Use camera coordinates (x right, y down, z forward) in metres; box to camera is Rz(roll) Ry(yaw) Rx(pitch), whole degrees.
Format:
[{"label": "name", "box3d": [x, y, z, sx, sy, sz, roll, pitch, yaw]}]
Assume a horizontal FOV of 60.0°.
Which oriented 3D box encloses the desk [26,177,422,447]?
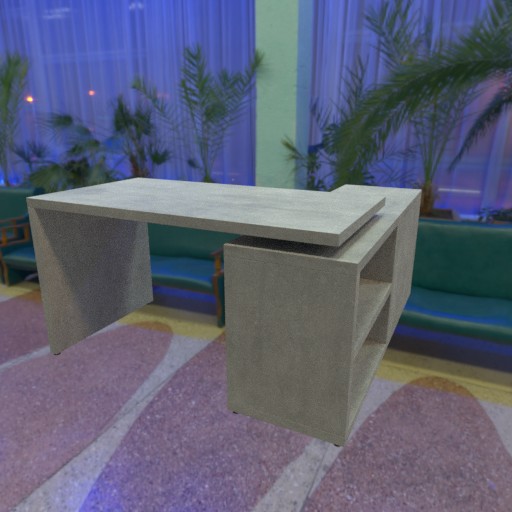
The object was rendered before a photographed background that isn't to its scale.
[{"label": "desk", "box3d": [0.000, 0.000, 2.307, 1.400, 0.740, 1.500, 8, 19, 25]}]
